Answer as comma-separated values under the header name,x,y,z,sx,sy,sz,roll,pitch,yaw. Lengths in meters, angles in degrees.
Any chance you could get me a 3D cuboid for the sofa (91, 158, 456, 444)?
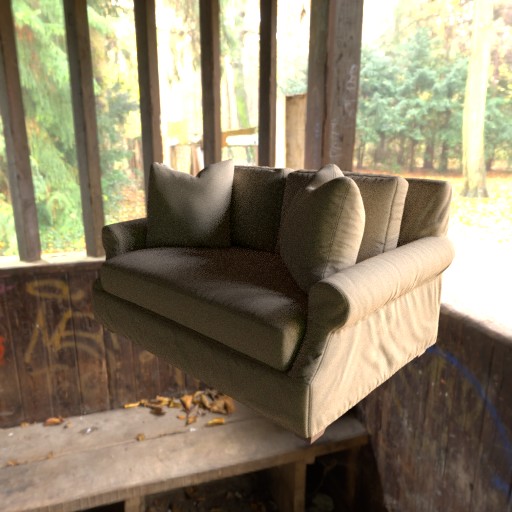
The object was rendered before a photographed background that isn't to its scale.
name,x,y,z,sx,sy,sz,roll,pitch,yaw
sofa,0.000,0.000,2.158,1.550,0.905,1.070,13,20,42
